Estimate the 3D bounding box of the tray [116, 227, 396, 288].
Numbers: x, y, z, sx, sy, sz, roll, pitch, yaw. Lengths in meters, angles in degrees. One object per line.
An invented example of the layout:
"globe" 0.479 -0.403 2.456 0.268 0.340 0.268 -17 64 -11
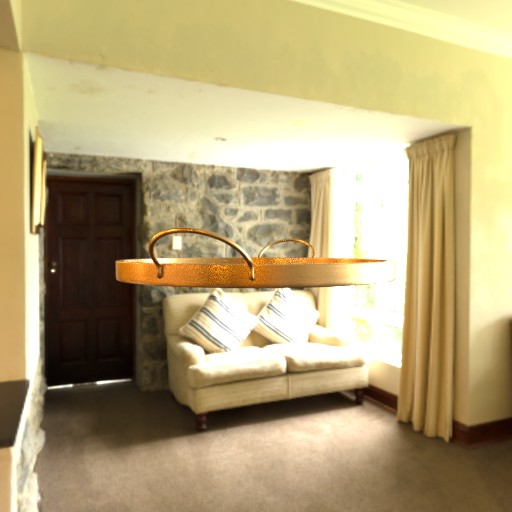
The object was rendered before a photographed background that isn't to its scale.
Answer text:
"tray" 0.000 0.000 0.726 0.438 0.069 0.543 0 1 17
